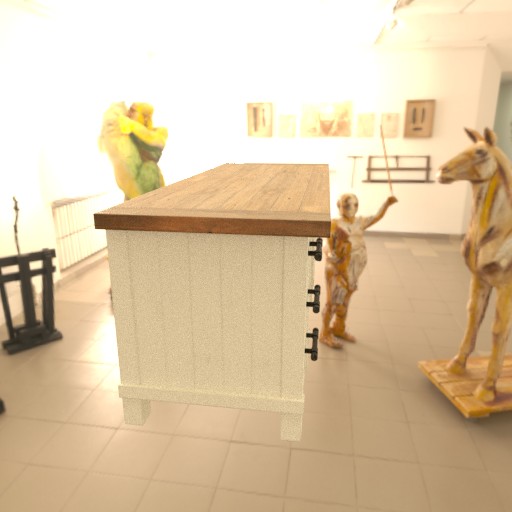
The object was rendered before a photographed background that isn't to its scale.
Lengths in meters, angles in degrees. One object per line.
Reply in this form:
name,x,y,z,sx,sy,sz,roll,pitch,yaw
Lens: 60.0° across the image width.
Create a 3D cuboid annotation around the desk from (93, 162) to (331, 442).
desk,0.000,0.000,2.213,0.688,0.760,1.803,3,17,8
